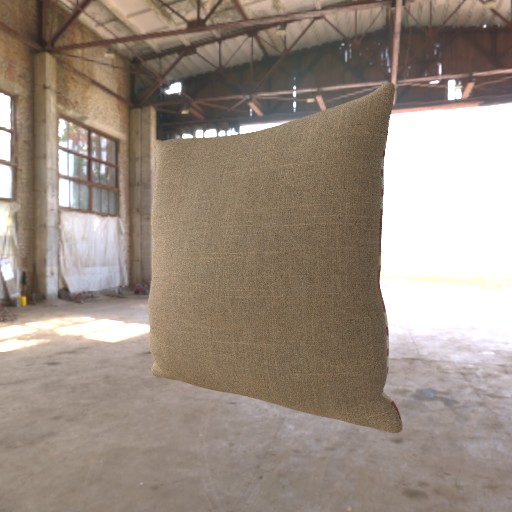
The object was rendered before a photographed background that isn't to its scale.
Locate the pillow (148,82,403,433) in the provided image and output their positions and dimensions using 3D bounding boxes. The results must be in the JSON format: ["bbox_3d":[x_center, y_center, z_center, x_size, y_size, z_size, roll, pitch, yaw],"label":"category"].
[{"bbox_3d":[0.000,0.000,0.664,0.439,0.427,0.182,0,0,35],"label":"pillow"}]
